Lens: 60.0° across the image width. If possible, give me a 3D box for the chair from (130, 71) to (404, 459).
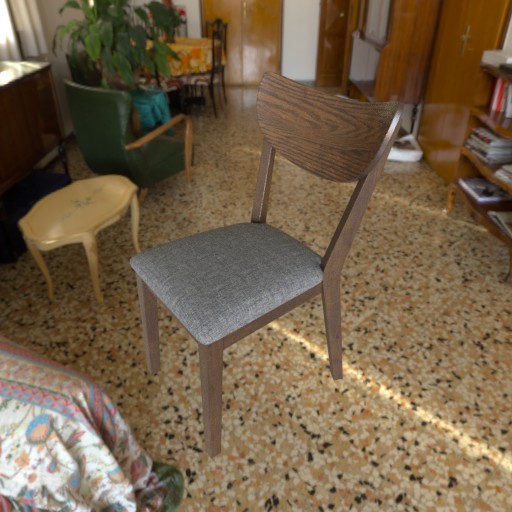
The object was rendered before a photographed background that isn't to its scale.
[{"bbox_3d":[0.000,0.000,1.221,0.583,0.849,0.491,-21,38,-30],"label":"chair"}]
